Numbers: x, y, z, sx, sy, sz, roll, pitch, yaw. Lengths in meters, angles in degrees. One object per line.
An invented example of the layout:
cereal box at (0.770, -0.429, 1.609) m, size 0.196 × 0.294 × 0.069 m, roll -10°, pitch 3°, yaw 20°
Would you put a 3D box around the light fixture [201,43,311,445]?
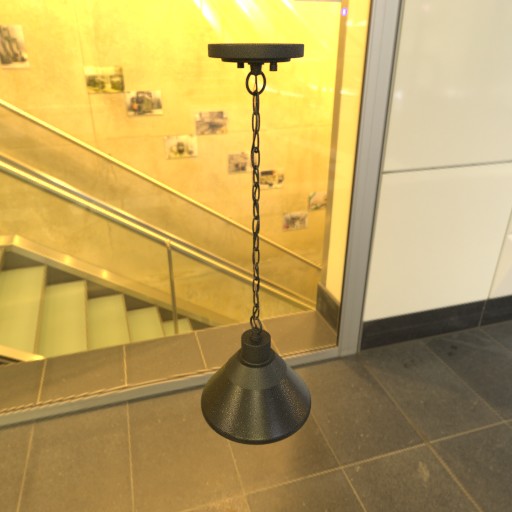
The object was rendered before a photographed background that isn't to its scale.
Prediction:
light fixture at (0.000, 0.000, 0.681) m, size 0.201 × 0.588 × 0.201 m, roll -18°, pitch 32°, yaw -32°
